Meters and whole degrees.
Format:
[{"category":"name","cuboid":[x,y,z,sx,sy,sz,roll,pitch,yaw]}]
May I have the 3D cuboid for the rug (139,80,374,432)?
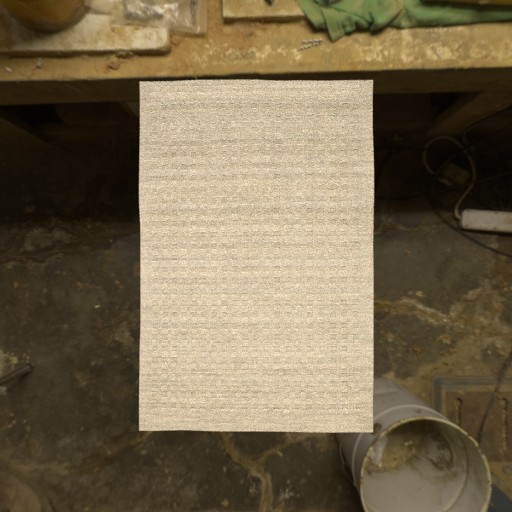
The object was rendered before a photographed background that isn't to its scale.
[{"category":"rug","cuboid":[0.000,0.000,2.895,1.532,0.018,2.297,0,90,1]}]
